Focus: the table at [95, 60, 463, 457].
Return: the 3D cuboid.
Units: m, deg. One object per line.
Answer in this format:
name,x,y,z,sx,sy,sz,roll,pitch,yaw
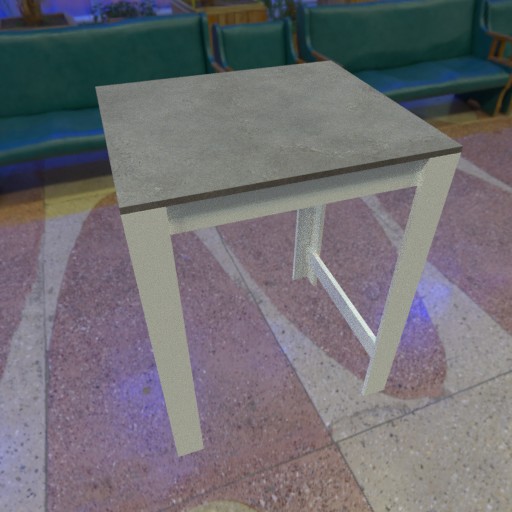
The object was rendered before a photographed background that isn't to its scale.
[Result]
table,0.000,0.000,1.534,0.800,1.020,0.700,-13,42,-14
